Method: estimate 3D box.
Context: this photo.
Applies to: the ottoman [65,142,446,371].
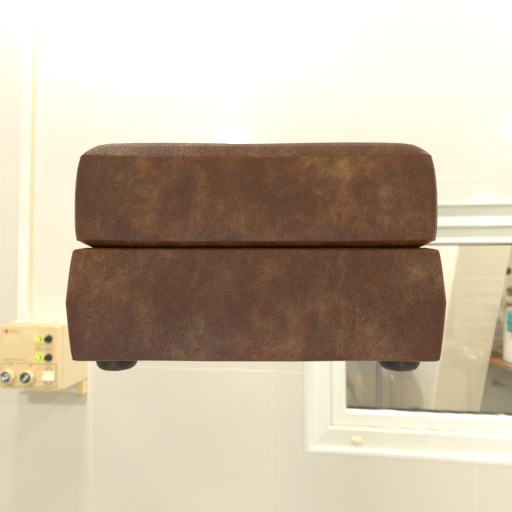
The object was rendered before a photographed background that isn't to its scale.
[{"bbox_3d":[0.000,0.000,1.137,0.751,0.476,0.603,0,-1,0],"label":"ottoman"}]
